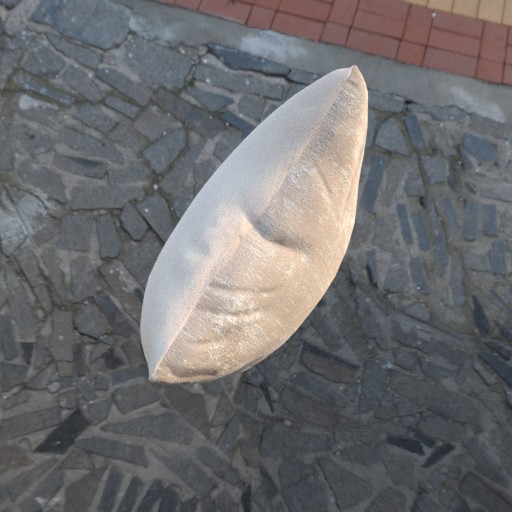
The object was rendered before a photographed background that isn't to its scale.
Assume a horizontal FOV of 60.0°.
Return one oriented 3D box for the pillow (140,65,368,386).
[{"bbox_3d":[0.000,0.000,0.708,0.245,0.448,0.450,33,77,9],"label":"pillow"}]
